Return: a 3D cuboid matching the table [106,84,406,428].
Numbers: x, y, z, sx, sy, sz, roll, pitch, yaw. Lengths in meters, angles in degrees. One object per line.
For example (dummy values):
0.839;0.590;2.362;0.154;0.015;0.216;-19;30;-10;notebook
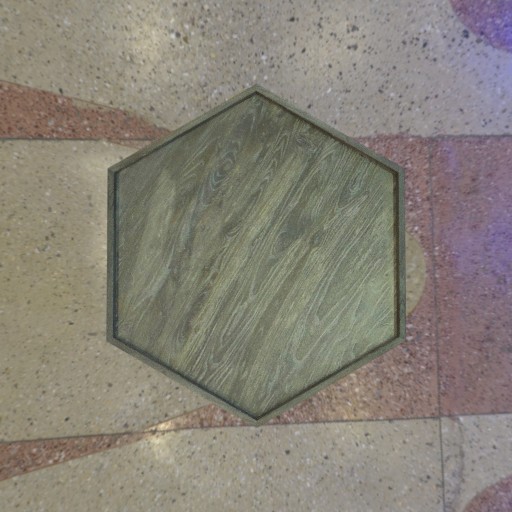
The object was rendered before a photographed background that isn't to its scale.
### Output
0.000;0.000;1.677;0.966;0.488;1.115;0;89;0;table
